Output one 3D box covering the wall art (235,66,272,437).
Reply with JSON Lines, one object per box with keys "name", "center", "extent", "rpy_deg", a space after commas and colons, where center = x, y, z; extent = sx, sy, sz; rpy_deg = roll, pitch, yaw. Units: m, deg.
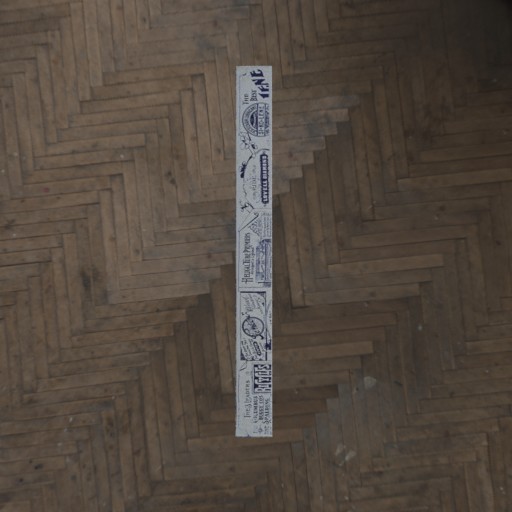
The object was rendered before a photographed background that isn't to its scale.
{"name": "wall art", "center": [0.000, 0.000, 0.492], "extent": [0.025, 0.376, 0.255], "rpy_deg": [0, 89, 0]}
